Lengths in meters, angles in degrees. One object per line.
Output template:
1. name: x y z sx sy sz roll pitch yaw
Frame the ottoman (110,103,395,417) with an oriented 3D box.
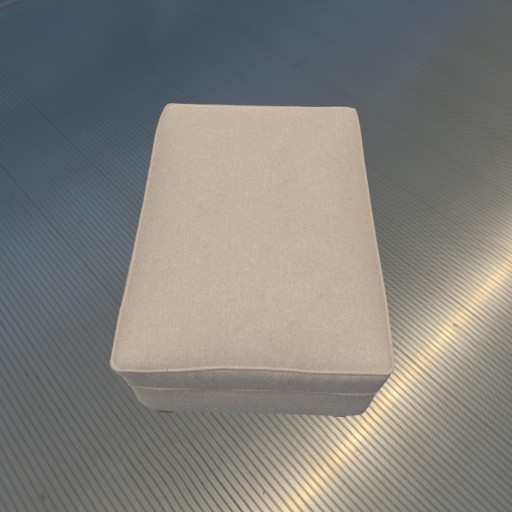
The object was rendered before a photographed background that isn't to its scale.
1. ottoman: 0.000 0.000 1.012 0.501 0.456 0.665 1 57 1
